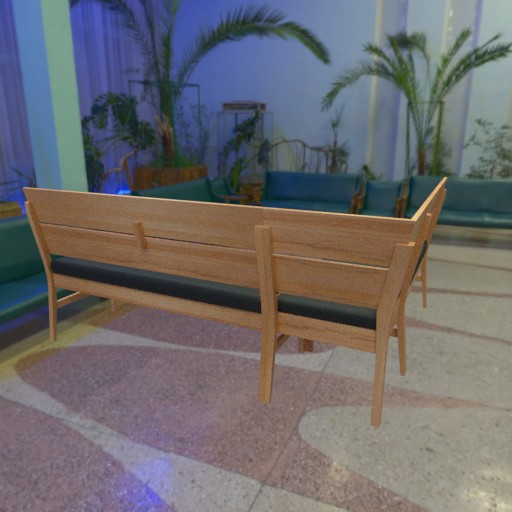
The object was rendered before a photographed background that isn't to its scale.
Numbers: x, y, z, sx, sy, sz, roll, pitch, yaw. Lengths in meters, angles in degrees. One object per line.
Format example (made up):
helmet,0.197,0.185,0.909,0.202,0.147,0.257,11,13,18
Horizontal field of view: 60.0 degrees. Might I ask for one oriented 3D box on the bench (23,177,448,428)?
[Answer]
bench,0.000,0.000,2.677,1.948,0.890,1.548,8,18,25
